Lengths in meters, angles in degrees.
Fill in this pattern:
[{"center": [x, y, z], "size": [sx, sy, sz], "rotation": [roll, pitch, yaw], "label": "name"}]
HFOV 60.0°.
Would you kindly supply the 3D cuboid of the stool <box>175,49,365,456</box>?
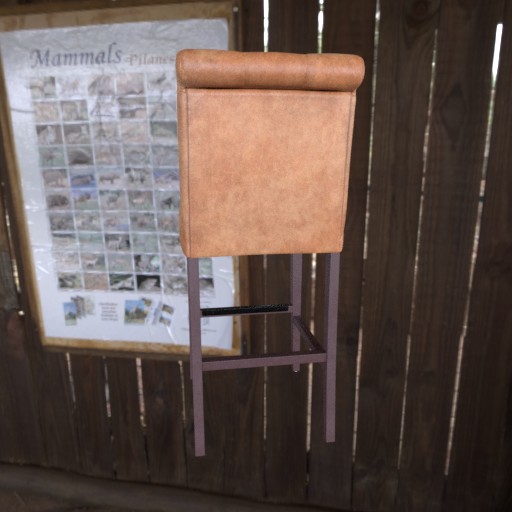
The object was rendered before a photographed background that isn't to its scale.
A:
[{"center": [0.000, 0.000, 1.449], "size": [0.493, 1.140, 0.601], "rotation": [-2, 14, -9], "label": "stool"}]
